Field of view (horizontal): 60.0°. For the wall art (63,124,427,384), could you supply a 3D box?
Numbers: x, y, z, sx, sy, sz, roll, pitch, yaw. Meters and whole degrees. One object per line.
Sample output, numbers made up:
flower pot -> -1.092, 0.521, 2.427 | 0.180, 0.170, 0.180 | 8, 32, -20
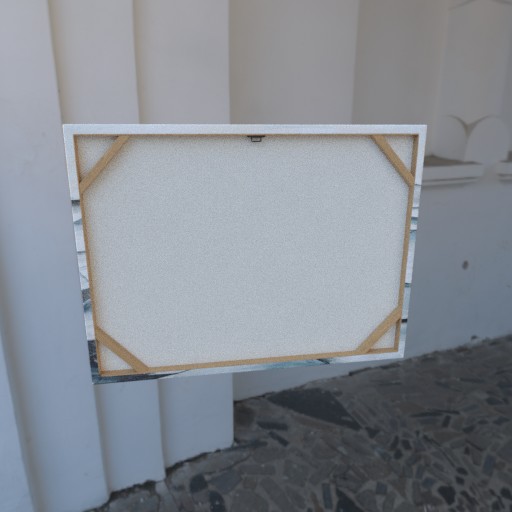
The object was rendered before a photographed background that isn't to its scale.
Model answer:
wall art -> 0.000, 0.000, 1.609 | 1.219, 0.915, 0.039 | -3, 16, -9
